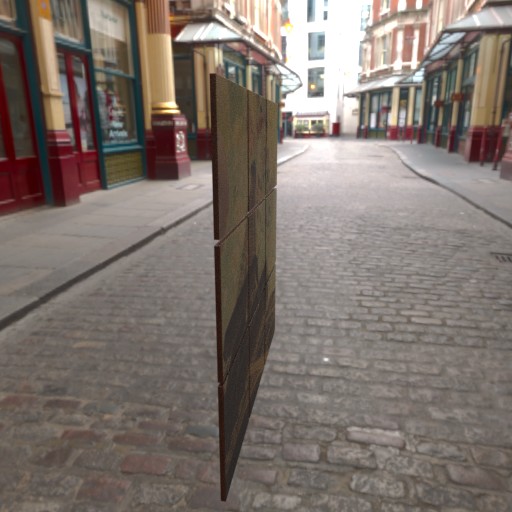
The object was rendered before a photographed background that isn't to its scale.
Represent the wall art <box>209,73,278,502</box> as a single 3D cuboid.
[{"bbox_3d":[0.000,0.000,1.813,0.017,1.246,1.256,3,16,9],"label":"wall art"}]
